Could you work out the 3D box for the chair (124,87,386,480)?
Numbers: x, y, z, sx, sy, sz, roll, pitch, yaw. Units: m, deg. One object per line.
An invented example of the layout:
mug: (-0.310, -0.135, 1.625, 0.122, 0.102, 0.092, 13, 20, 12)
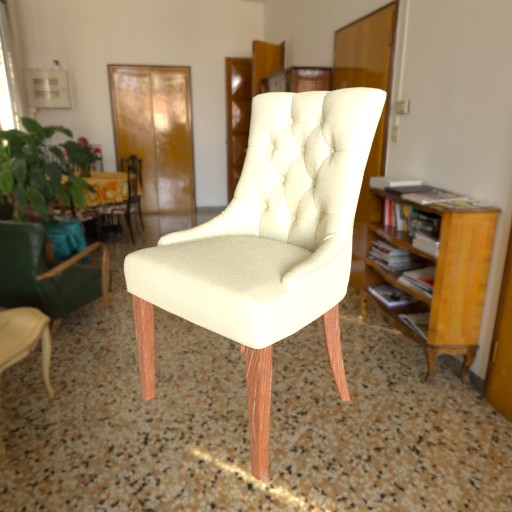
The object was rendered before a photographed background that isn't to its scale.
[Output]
chair: (0.000, 0.000, 1.212, 0.509, 0.874, 0.565, 15, 22, 41)
